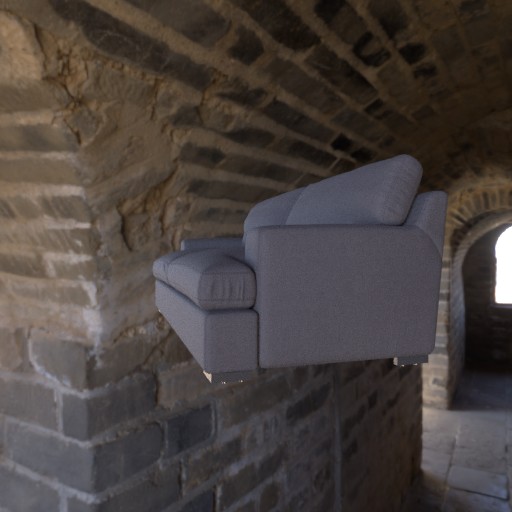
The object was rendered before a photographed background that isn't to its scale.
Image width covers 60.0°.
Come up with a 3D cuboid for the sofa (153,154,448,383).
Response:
[{"bbox_3d":[0.000,0.000,2.861,1.140,0.950,2.271,0,1,-17],"label":"sofa"}]
